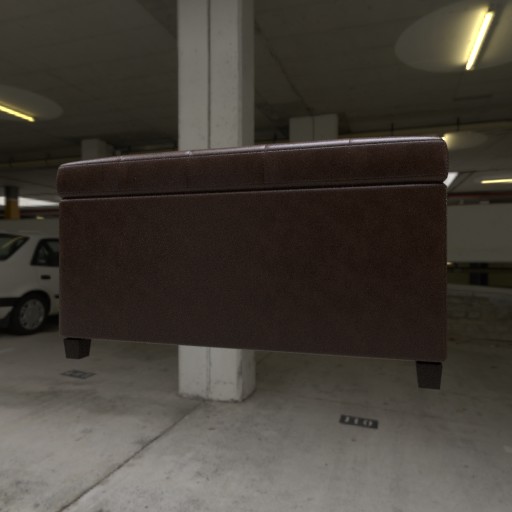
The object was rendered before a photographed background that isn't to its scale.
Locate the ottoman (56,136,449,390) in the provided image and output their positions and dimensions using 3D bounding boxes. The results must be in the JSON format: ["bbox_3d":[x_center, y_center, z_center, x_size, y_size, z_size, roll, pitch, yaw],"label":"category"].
[{"bbox_3d":[0.000,0.000,1.094,0.838,0.470,0.432,0,0,17],"label":"ottoman"}]
